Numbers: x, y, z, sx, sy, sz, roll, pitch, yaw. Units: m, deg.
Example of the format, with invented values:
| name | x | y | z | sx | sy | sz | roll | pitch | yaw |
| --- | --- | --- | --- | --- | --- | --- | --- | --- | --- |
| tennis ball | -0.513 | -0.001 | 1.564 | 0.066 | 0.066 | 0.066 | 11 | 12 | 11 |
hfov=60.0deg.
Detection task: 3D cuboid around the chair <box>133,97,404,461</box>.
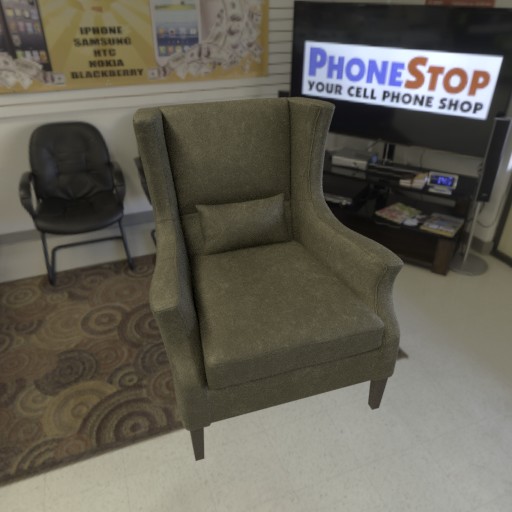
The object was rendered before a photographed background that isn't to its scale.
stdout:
| name | x | y | z | sx | sy | sz | roll | pitch | yaw |
| --- | --- | --- | --- | --- | --- | --- | --- | --- | --- |
| chair | 0.000 | 0.000 | 1.703 | 0.853 | 1.016 | 0.926 | -10 | 33 | -16 |
